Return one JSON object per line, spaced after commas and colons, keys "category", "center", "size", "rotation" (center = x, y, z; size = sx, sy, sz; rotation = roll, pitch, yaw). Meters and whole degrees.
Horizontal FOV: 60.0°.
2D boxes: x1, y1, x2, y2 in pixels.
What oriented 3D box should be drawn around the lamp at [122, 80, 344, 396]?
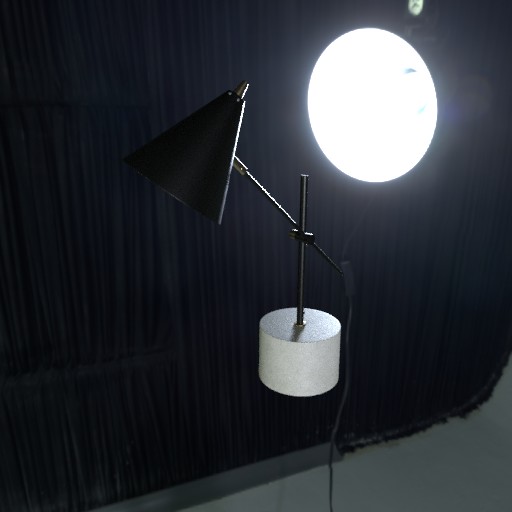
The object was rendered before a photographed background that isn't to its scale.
{"category": "lamp", "center": [0.000, 0.000, 0.715], "size": [0.403, 0.518, 0.214], "rotation": [-8, 18, -24]}
